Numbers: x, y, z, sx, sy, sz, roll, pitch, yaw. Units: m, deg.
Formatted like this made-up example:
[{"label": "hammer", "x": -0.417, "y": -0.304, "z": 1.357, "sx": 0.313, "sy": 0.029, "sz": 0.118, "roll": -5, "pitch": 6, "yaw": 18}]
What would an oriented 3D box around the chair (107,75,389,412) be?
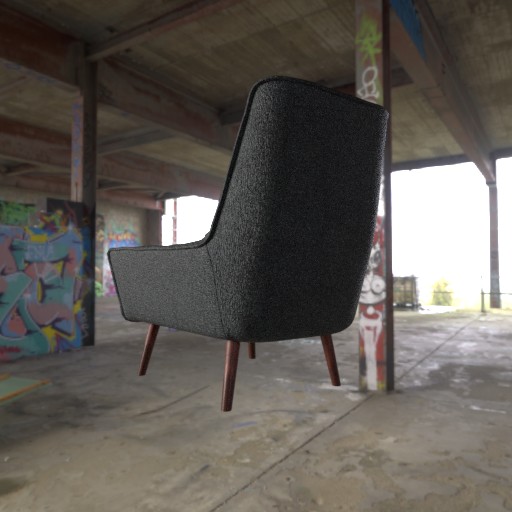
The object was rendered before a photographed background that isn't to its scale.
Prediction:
[{"label": "chair", "x": 0.000, "y": 0.000, "z": 1.521, "sx": 0.763, "sy": 0.883, "sz": 0.859, "roll": 1, "pitch": -2, "yaw": -36}]
